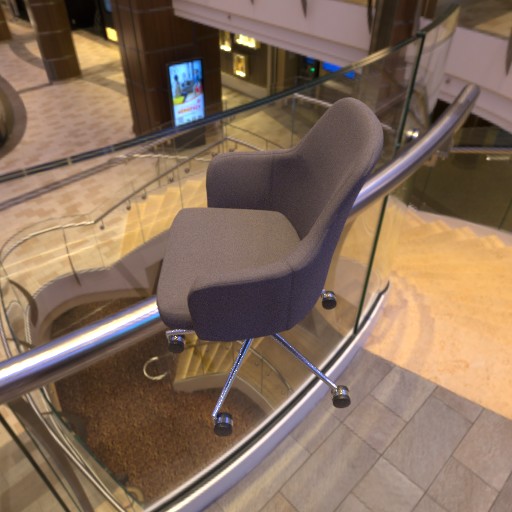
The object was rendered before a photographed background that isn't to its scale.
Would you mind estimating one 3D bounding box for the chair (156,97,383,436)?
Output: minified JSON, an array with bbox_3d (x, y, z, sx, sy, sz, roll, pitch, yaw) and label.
[{"bbox_3d":[0.000,0.000,1.264,0.600,0.820,0.655,0,41,0],"label":"chair"}]
